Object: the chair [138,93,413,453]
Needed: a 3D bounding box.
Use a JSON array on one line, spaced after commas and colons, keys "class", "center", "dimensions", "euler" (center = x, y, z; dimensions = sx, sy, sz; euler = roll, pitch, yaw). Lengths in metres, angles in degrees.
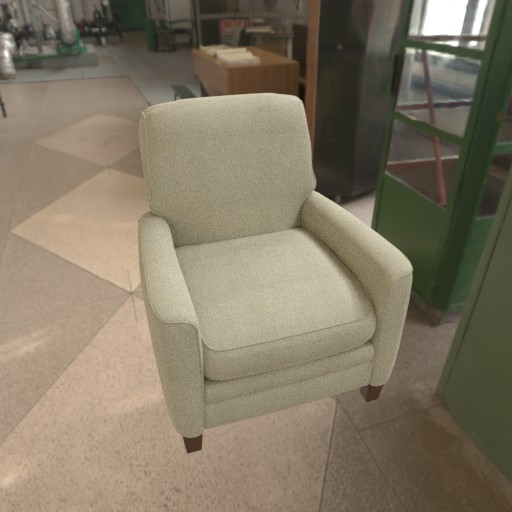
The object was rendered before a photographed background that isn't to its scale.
[{"class": "chair", "center": [0.000, 0.000, 1.653], "dimensions": [0.850, 1.006, 0.853], "euler": [-10, 33, -15]}]
